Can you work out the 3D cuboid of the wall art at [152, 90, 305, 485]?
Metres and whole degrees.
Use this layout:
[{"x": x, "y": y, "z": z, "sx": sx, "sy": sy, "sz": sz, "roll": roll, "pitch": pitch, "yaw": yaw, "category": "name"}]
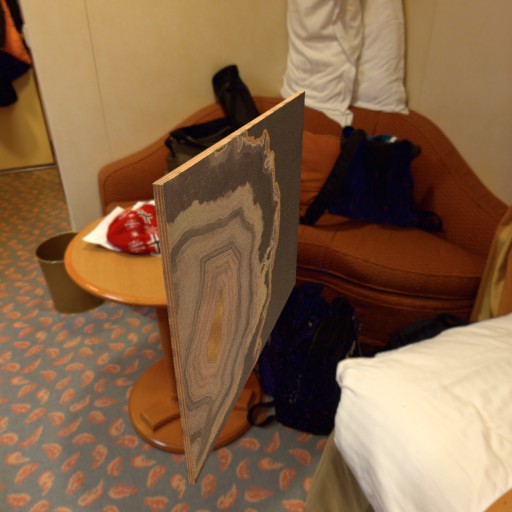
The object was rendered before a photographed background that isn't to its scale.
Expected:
[{"x": 0.000, "y": 0.000, "z": 0.683, "sx": 0.010, "sy": 0.408, "sz": 0.508, "roll": 10, "pitch": 31, "yaw": 17, "category": "wall art"}]
